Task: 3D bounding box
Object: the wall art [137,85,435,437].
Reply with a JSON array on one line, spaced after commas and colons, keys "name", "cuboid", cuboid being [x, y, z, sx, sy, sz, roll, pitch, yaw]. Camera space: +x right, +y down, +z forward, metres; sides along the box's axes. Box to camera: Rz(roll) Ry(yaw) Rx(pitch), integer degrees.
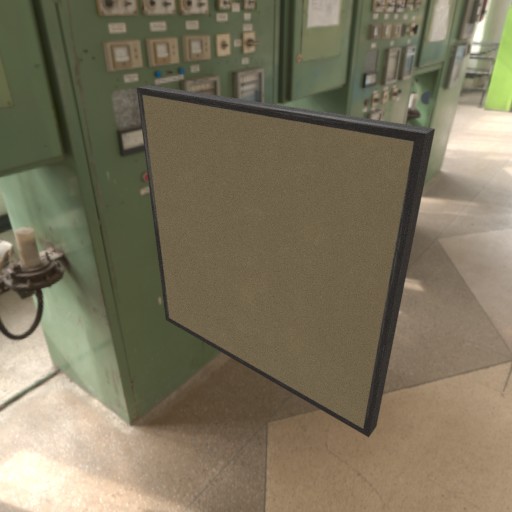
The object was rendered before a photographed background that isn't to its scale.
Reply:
[{"name": "wall art", "cuboid": [0.000, 0.000, 1.149, 0.762, 0.758, 0.043, 22, 36, 33]}]
